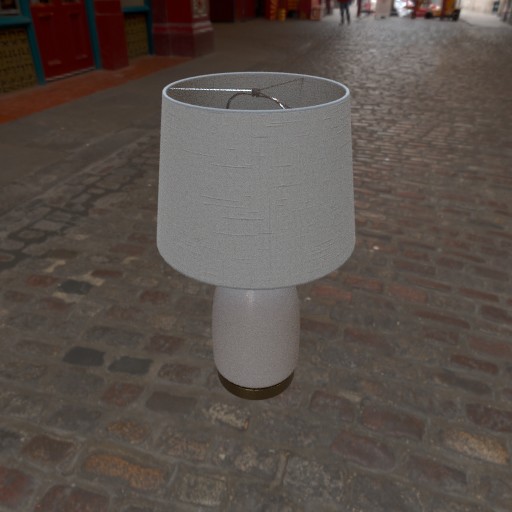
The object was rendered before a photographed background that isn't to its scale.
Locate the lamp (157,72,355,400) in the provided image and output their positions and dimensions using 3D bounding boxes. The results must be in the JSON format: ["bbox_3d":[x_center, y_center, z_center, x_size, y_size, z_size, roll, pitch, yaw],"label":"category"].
[{"bbox_3d":[0.000,0.000,0.669,0.285,0.483,0.285,0,32,0],"label":"lamp"}]
